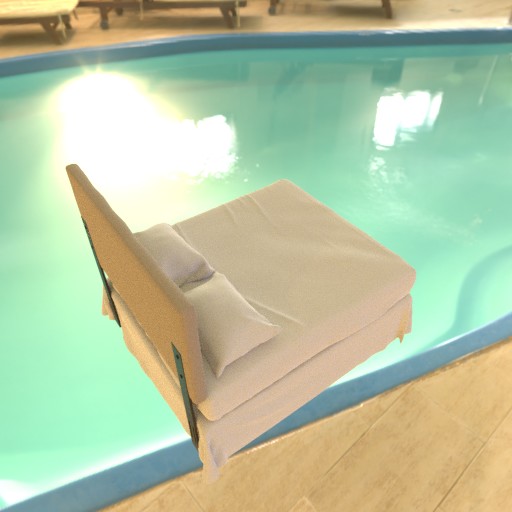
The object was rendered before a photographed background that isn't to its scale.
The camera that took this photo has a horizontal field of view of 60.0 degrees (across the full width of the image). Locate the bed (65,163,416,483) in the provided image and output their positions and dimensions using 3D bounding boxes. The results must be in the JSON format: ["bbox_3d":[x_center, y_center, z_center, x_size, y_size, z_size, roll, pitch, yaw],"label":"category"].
[{"bbox_3d":[0.000,0.000,3.493,2.222,1.577,1.936,-26,48,-26],"label":"bed"}]
